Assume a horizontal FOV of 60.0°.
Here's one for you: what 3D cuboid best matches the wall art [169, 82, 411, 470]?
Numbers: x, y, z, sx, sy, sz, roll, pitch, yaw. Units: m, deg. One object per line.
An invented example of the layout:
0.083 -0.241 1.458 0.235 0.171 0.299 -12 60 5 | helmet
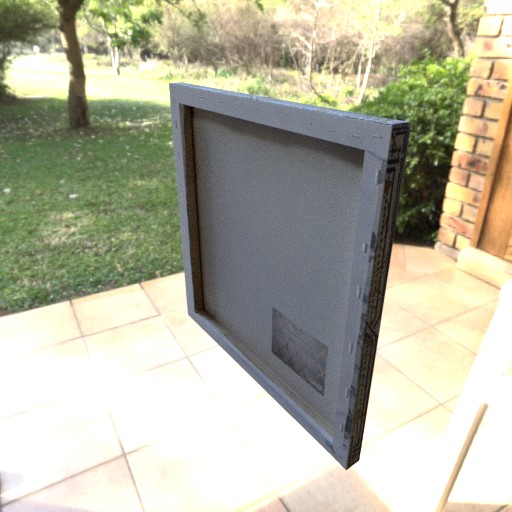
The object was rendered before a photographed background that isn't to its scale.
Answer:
0.000 0.000 0.891 0.036 0.607 0.609 -18 32 -31 | wall art
